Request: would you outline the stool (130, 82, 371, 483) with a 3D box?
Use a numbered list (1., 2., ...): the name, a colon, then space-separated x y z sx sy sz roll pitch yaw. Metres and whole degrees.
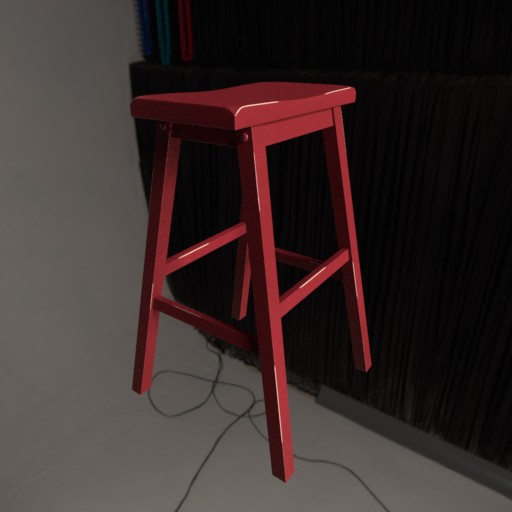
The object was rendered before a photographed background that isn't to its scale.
1. stool: 0.000 0.000 1.050 0.476 0.737 0.457 17 30 31
